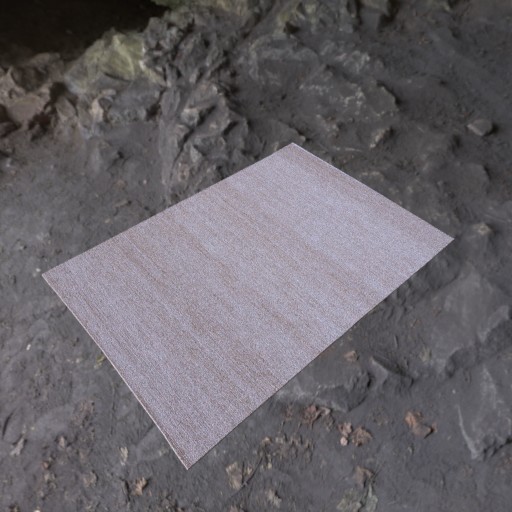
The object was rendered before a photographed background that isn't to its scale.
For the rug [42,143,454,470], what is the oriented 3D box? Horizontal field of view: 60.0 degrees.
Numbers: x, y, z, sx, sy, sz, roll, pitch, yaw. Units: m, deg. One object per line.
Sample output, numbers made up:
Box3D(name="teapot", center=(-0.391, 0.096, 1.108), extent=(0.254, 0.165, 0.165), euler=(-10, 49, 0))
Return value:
Box3D(name="rug", center=(0.000, 0.000, 2.961), extent=(2.283, 0.030, 1.596), euler=(-33, 55, -27))
